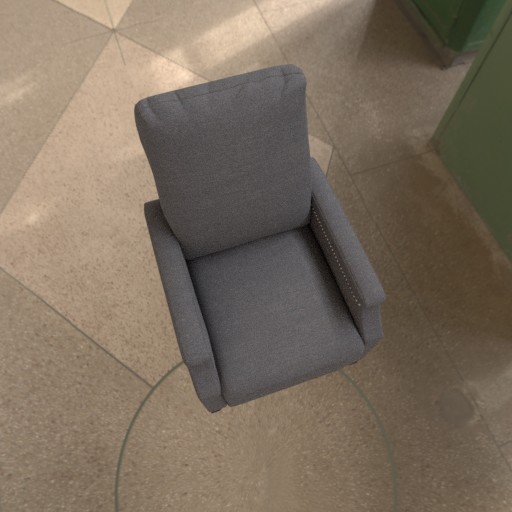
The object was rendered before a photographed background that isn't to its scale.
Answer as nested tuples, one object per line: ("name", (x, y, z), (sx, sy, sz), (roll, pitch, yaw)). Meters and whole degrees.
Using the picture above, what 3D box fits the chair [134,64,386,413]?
("chair", (0.000, 0.000, 1.672), (0.710, 1.049, 0.922), (-17, 65, -8))
